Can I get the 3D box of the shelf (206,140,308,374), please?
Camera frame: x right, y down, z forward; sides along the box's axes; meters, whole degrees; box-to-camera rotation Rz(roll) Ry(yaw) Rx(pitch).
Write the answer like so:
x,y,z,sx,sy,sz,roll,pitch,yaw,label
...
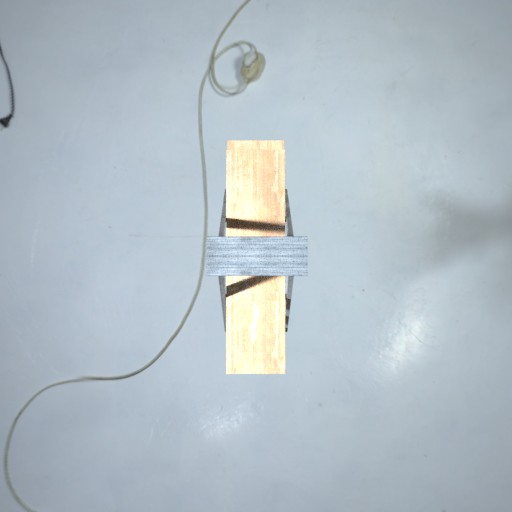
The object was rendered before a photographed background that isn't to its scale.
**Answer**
x,y,z,sx,sy,sz,roll,pitch,yaw,label
0.000,0.000,2.703,0.508,1.808,1.746,0,89,0,shelf
